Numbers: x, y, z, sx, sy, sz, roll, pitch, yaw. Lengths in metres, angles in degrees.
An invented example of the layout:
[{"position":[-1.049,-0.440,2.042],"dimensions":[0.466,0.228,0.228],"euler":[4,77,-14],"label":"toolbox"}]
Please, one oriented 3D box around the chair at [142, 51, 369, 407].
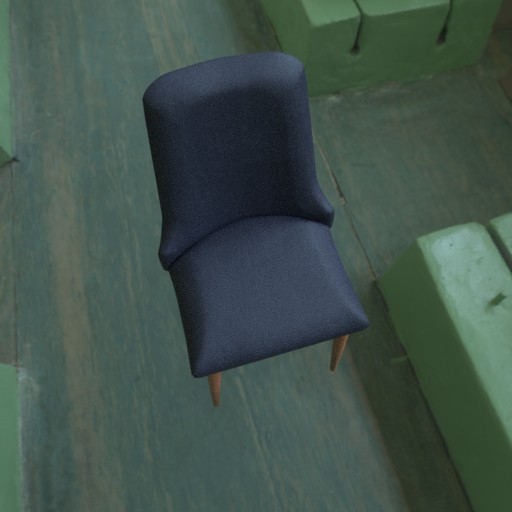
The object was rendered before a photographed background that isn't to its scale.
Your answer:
[{"position":[0.000,0.000,1.187],"dimensions":[0.504,0.820,0.567],"euler":[-15,65,-7],"label":"chair"}]
